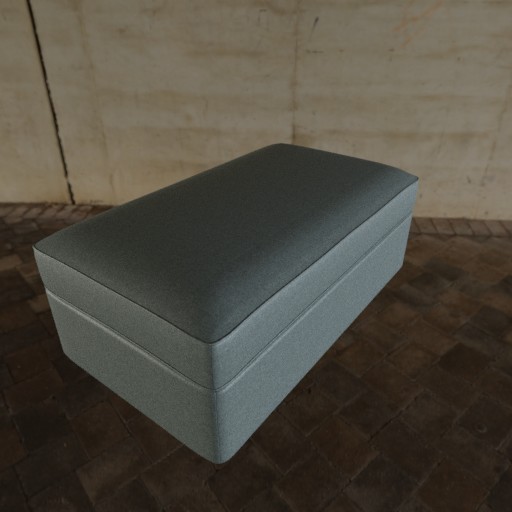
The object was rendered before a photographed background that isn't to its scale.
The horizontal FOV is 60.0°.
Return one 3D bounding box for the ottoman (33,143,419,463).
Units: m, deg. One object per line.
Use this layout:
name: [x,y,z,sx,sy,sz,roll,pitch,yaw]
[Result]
ottoman: [0.000,0.000,1.523,0.681,0.494,1.173,21,37,31]
